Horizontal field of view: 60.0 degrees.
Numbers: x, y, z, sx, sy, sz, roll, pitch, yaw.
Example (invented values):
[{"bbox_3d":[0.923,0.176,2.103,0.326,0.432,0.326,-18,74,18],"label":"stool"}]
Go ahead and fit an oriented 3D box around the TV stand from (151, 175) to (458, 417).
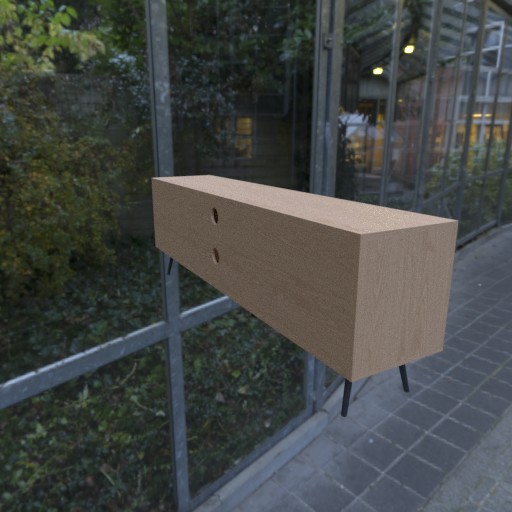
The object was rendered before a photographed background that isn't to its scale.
[{"bbox_3d":[0.000,0.000,2.007,0.400,0.580,1.760,-8,17,-28],"label":"TV stand"}]
